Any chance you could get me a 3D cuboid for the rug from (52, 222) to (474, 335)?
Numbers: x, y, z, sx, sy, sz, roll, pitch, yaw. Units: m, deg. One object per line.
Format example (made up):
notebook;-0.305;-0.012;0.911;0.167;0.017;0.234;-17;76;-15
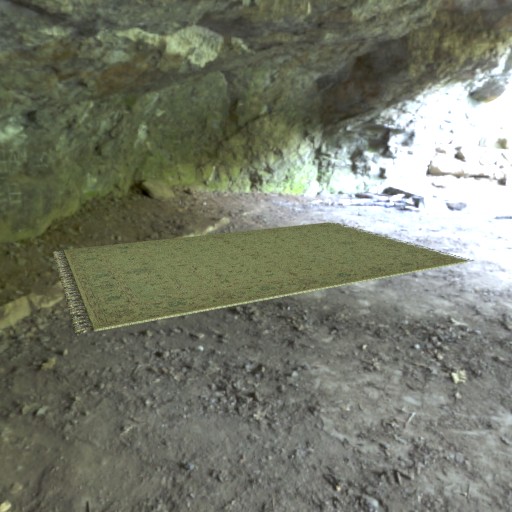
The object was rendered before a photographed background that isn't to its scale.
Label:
rug;0.000;0.000;2.995;2.435;0.010;1.544;-8;17;-26
